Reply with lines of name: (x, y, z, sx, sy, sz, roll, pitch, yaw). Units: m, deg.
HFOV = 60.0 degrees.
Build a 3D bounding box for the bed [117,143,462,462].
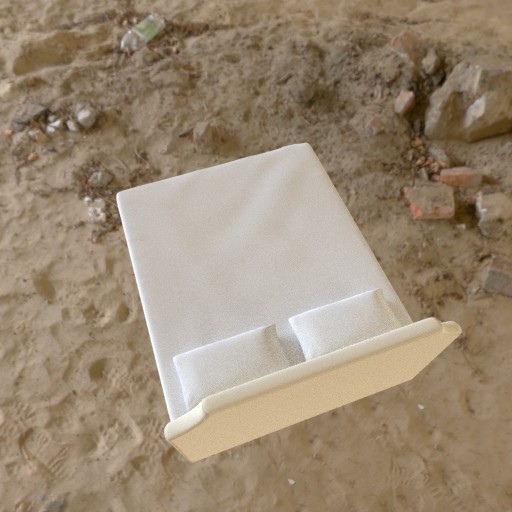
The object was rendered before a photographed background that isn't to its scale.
bed: (0.000, 0.000, 4.099, 2.350, 1.590, 2.773, -17, 60, -10)
